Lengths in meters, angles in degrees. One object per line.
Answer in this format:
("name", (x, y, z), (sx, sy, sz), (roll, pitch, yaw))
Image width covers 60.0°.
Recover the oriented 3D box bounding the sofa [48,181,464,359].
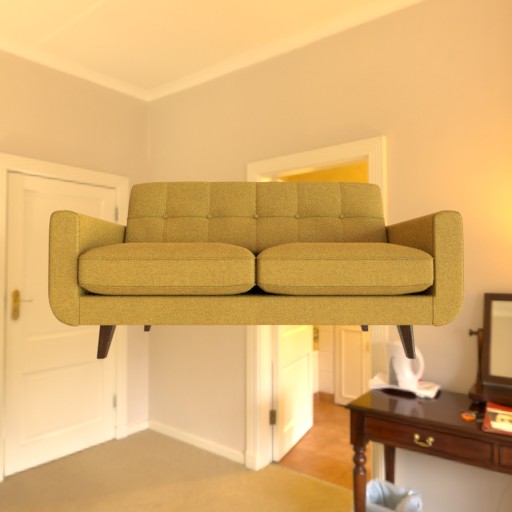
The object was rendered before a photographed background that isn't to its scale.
("sofa", (0.000, 0.000, 2.158), (1.631, 0.841, 0.909), (0, -1, 0))
